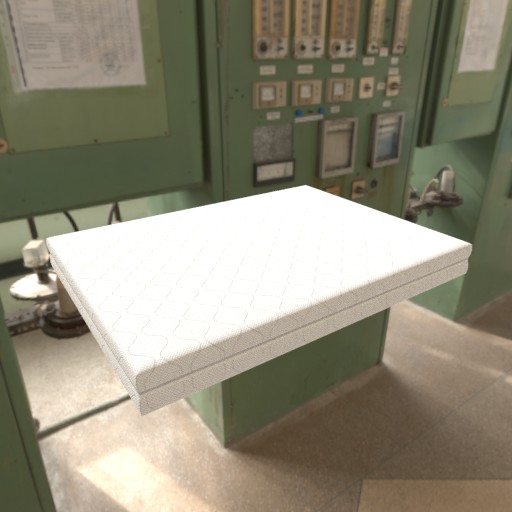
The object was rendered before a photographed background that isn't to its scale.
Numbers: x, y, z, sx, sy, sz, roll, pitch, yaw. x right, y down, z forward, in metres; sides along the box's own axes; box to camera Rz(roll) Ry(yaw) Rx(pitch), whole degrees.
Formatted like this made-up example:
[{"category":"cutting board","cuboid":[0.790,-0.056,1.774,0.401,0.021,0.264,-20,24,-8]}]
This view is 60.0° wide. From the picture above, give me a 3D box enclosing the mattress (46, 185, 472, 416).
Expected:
[{"category":"mattress","cuboid":[0.000,0.000,2.475,1.900,0.200,1.400,-16,29,-31]}]
